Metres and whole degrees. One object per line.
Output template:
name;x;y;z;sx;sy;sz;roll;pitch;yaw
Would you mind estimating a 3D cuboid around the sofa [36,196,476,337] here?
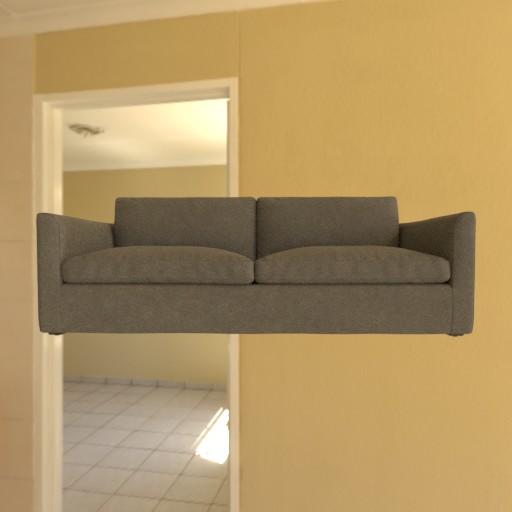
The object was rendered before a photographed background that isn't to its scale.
sofa;0.000;0.000;2.777;2.257;0.838;1.092;0;0;1
